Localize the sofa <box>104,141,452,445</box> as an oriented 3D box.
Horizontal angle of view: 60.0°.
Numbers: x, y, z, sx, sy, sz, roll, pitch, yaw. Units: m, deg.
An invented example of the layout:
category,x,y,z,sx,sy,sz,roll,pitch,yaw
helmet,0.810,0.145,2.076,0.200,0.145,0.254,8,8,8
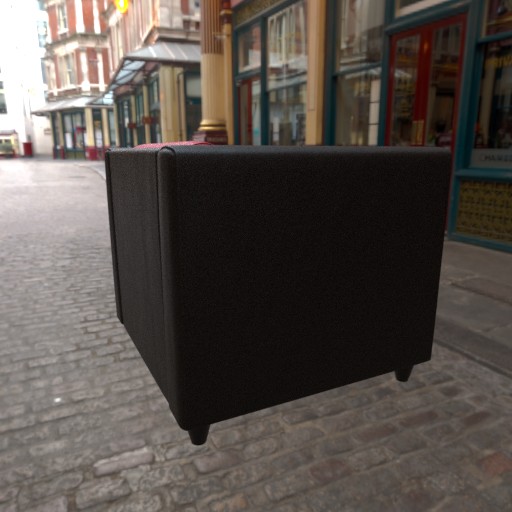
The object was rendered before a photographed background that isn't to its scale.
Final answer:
category,x,y,z,sx,sy,sz,roll,pitch,yaw
sofa,0.000,0.000,1.472,0.809,0.724,0.839,-7,15,-26
